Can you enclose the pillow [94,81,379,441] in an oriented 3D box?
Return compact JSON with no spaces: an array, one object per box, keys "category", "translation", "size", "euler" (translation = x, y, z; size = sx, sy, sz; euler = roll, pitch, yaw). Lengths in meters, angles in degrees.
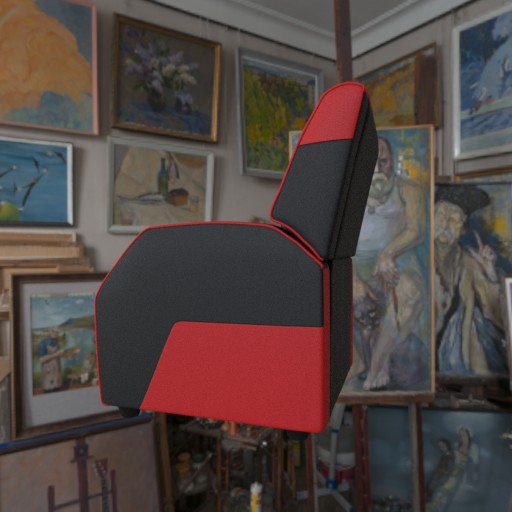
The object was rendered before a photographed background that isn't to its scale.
[{"category":"pillow","translation":[0.000,0.000,1.295],"size":[0.672,0.805,0.620],"euler":[0,1,18]}]
